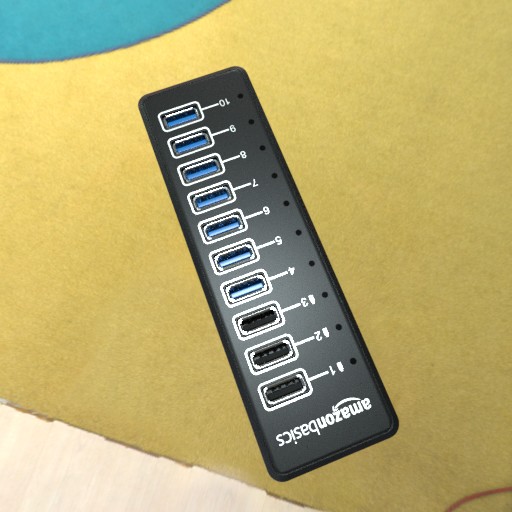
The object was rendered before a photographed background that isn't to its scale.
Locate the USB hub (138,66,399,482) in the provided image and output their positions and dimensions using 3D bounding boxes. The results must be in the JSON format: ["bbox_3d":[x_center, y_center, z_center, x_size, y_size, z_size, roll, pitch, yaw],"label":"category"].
[{"bbox_3d":[0.000,0.000,0.164,0.044,0.023,0.145,-20,76,-5],"label":"USB hub"}]
